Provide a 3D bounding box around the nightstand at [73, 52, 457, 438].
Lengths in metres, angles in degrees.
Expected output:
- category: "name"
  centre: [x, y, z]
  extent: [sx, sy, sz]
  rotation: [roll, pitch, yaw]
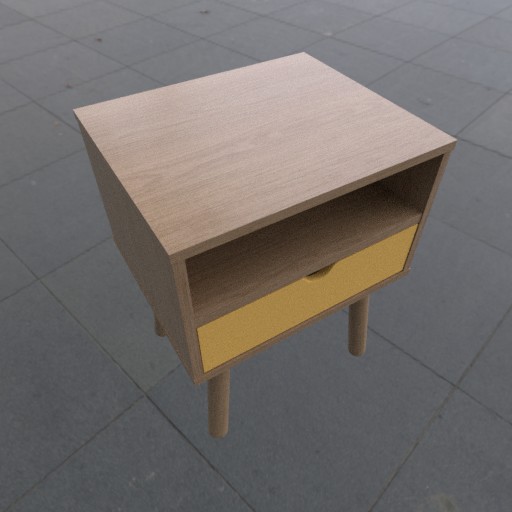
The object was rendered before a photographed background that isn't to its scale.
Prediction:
- category: "nightstand"
  centre: [0.000, 0.000, 0.875]
  extent: [0.450, 0.571, 0.380]
  rotation: [-23, 50, -21]
